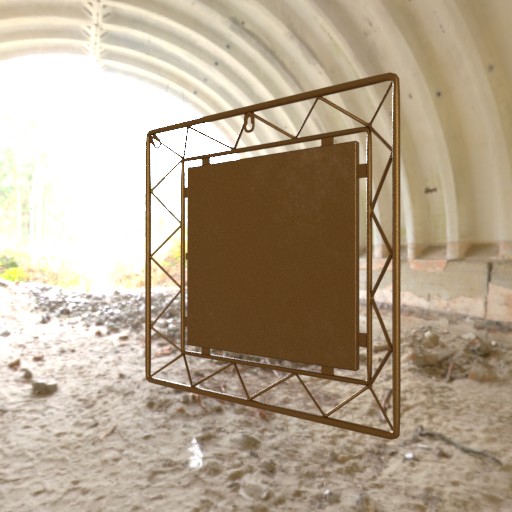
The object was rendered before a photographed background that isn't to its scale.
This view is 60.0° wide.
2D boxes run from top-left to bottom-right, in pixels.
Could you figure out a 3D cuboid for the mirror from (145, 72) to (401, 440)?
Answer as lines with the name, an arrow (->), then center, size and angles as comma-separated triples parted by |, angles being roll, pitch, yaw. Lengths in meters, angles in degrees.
mirror -> 0.000, 0.000, 0.626 | 0.416, 0.414, 0.046 | 0, 0, 35
